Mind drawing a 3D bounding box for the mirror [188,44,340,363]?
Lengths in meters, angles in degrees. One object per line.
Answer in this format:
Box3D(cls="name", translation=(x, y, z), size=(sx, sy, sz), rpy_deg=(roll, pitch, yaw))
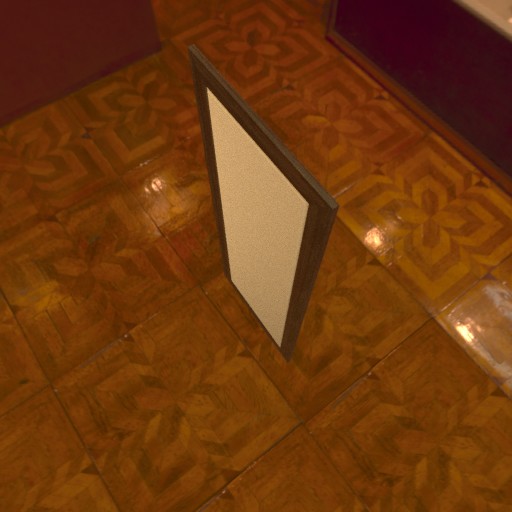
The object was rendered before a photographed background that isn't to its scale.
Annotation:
Box3D(cls="mirror", translation=(0.000, 0.000, 2.333), size=(0.025, 2.032, 0.812), rpy_deg=(-32, 68, -14))
